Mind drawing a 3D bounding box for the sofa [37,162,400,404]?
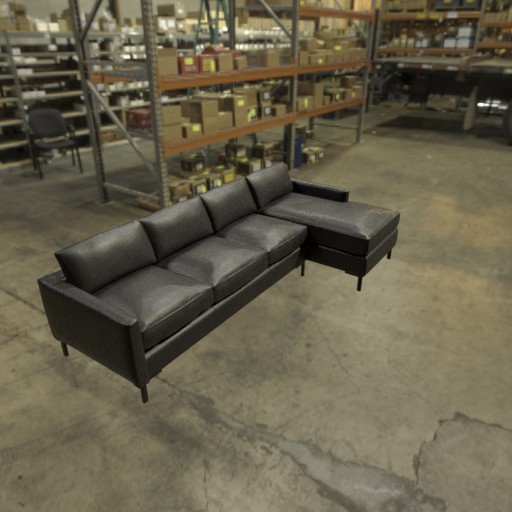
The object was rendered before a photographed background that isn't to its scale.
[{"bbox_3d":[0.000,0.000,3.725,1.471,0.859,2.993,17,31,31],"label":"sofa"}]
